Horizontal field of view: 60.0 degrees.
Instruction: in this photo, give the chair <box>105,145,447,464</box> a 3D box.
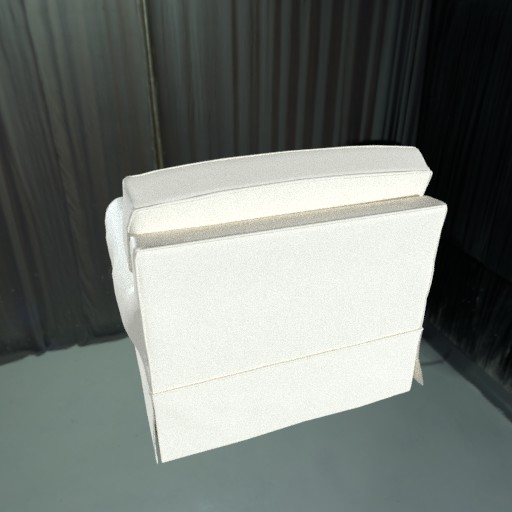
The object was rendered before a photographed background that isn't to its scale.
[{"bbox_3d":[0.000,0.000,1.761,1.099,0.958,0.904,-9,28,-18],"label":"chair"}]
